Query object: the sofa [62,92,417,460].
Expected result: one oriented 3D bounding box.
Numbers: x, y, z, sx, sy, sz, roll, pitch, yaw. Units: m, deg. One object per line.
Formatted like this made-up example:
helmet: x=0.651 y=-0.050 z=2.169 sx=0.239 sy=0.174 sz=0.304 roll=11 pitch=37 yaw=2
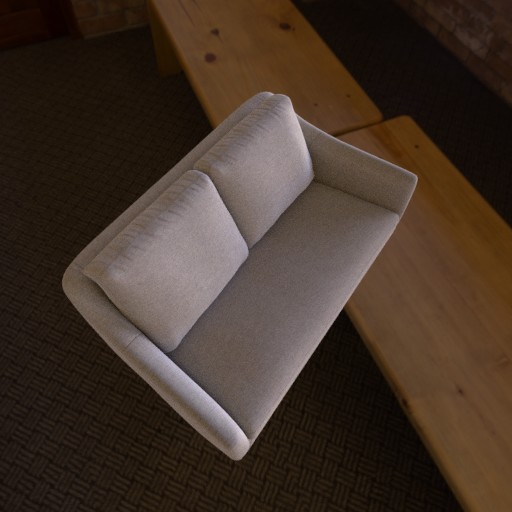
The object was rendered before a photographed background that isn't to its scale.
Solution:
sofa: x=0.000 y=0.000 z=2.204 sx=0.960 sy=0.904 sz=1.619 roll=31 pitch=63 yaw=18
